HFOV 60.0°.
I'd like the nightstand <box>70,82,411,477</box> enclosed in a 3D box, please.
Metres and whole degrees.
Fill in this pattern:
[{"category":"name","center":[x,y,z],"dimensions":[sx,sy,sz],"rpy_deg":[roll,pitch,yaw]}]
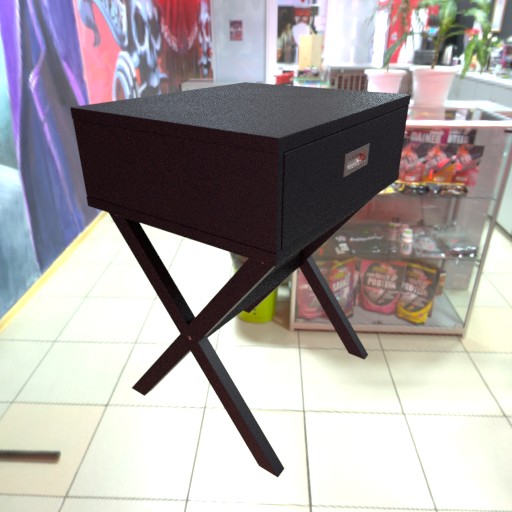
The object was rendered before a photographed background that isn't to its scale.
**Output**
[{"category":"nightstand","center":[0.000,0.000,0.931],"dimensions":[0.402,0.623,0.479],"rpy_deg":[18,32,31]}]
